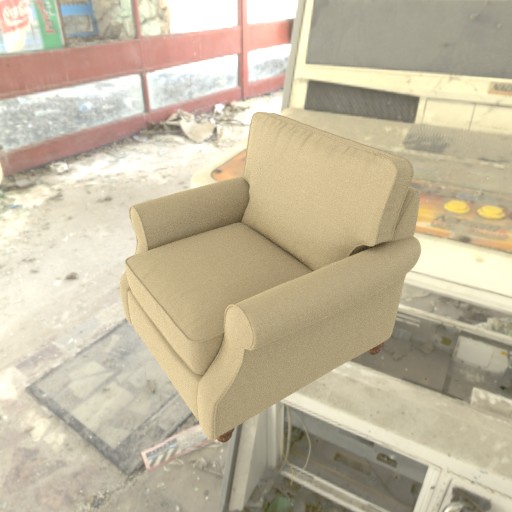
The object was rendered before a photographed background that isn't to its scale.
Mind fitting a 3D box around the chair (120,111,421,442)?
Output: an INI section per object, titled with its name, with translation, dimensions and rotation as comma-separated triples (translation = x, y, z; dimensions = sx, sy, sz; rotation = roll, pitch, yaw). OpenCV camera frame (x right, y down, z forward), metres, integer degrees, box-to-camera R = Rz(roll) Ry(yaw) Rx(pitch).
[chair]
translation = 0.000, 0.000, 1.860
dimensions = 0.966, 0.967, 1.029
rotation = -20, 37, -29
